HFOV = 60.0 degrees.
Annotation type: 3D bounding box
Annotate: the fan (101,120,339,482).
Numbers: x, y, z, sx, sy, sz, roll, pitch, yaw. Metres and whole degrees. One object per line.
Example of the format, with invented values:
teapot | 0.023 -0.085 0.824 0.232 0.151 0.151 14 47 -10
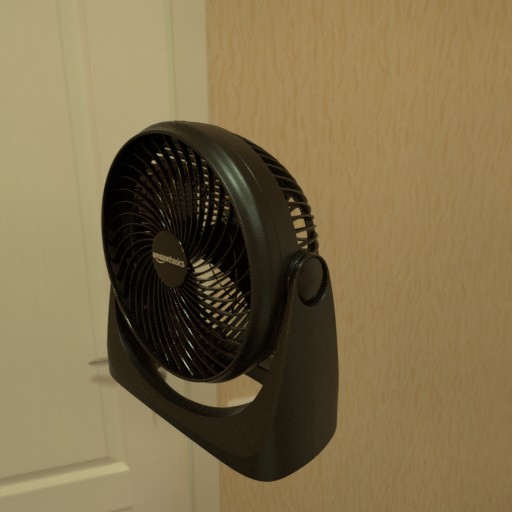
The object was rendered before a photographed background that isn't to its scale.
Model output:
fan | 0.000 0.000 0.478 0.273 0.277 0.256 15 22 42
